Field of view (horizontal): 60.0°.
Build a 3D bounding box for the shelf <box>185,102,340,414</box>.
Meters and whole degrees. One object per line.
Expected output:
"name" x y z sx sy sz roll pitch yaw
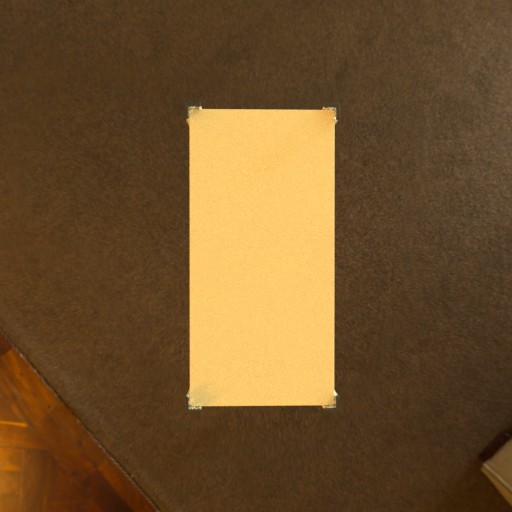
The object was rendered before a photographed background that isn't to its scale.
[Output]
"shelf" 0.000 0.000 2.216 0.457 1.829 0.914 0 90 -1
